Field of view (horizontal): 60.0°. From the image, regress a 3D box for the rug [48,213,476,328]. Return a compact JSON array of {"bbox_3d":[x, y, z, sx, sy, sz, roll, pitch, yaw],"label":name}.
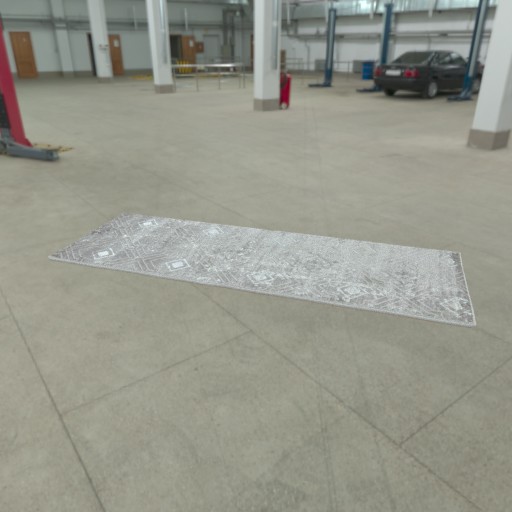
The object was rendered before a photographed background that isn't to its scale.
[{"bbox_3d":[0.000,0.000,2.706,2.381,0.035,0.832,8,26,16],"label":"rug"}]
